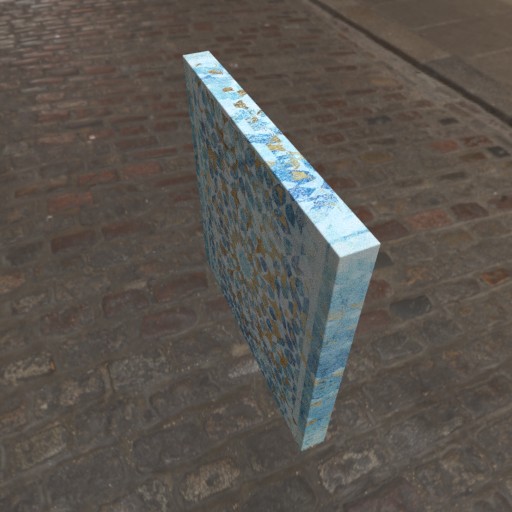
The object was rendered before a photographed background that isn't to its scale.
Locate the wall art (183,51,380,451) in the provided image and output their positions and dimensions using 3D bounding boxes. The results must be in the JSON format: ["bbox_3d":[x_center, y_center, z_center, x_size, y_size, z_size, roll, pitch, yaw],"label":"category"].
[{"bbox_3d":[0.000,0.000,0.618,0.037,0.405,0.405,-18,49,-16],"label":"wall art"}]
